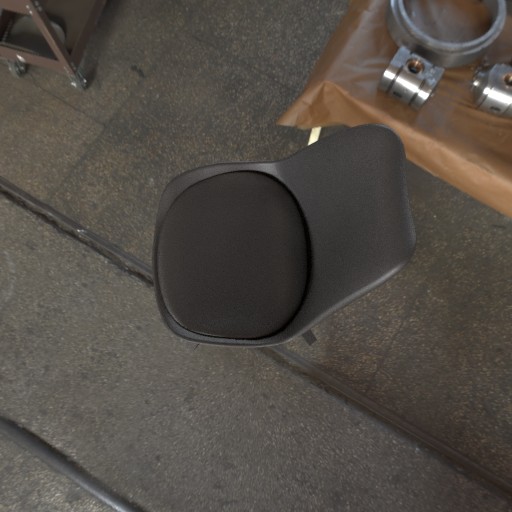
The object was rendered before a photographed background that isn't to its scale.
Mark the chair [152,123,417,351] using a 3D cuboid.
[{"bbox_3d":[0.000,0.000,1.185,0.550,0.850,0.485,-2,76,-1],"label":"chair"}]
